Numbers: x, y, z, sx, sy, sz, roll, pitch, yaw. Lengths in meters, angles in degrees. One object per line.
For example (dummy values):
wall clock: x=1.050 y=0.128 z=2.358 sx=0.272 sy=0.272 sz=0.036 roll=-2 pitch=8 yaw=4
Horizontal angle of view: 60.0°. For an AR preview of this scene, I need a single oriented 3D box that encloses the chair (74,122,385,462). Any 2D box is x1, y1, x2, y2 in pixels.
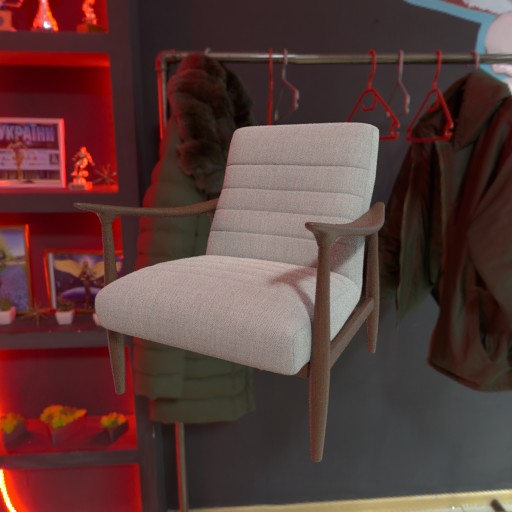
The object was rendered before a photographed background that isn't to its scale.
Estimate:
chair: x=0.000 y=0.000 z=1.405 sx=0.741 sy=0.832 sz=0.798 roll=7 pitch=16 yaw=27
